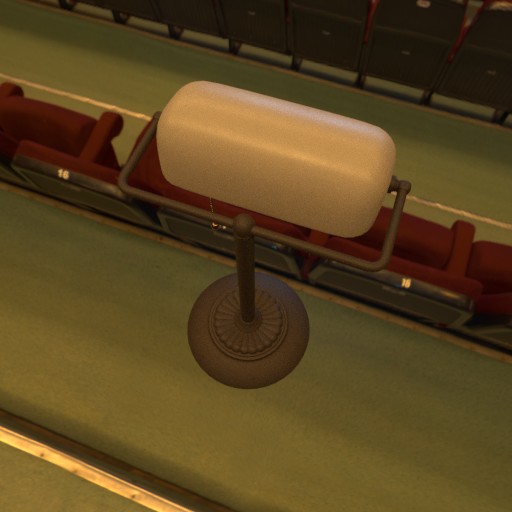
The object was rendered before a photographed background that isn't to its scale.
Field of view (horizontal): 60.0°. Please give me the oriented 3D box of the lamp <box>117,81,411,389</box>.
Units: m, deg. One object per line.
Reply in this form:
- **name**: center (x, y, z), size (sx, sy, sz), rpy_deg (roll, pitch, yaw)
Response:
- **lamp**: center (0.000, 0.000, 0.514), size (0.264, 0.339, 0.243), rpy_deg (18, 64, 9)
